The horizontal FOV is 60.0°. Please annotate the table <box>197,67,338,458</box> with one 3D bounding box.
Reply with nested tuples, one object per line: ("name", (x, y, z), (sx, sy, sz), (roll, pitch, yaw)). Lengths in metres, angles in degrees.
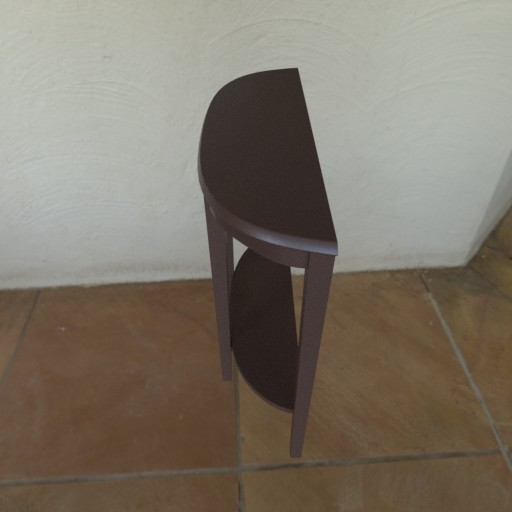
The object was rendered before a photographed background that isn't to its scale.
("table", (0.000, 0.000, 1.359), (0.274, 0.831, 0.909), (0, 41, 0))
